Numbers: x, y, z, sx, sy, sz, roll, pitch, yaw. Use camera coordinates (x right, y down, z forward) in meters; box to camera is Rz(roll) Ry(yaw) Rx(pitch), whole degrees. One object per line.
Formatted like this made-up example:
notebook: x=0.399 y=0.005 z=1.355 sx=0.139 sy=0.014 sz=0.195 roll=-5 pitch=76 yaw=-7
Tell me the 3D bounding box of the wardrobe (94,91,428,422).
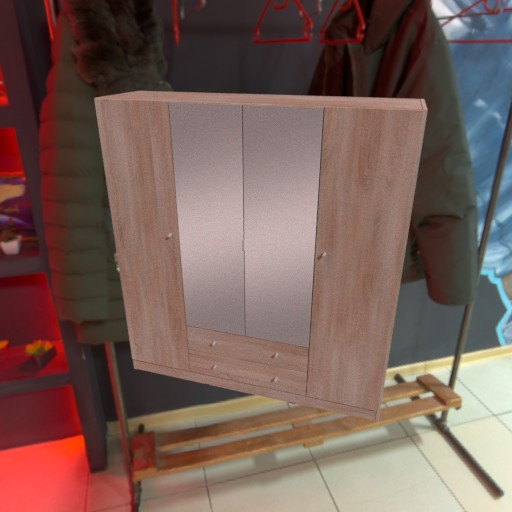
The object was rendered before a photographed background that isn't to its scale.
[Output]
wardrobe: x=0.000 y=0.000 z=3.215 sx=1.998 sy=2.159 sz=0.598 roll=7 pitch=26 yaw=16
